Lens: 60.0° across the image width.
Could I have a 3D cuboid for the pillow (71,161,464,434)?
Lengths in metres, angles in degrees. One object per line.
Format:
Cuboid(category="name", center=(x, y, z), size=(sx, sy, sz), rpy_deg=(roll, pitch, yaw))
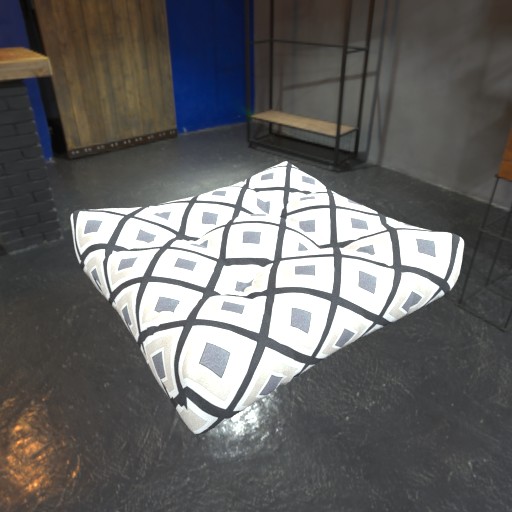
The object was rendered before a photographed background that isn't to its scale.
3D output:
Cuboid(category="pillow", center=(0.000, 0.000, 0.740), size=(0.490, 0.128, 0.468), rpy_deg=(-20, 37, -29))
